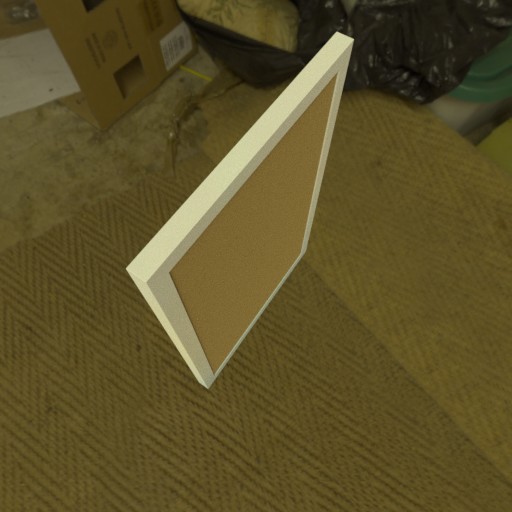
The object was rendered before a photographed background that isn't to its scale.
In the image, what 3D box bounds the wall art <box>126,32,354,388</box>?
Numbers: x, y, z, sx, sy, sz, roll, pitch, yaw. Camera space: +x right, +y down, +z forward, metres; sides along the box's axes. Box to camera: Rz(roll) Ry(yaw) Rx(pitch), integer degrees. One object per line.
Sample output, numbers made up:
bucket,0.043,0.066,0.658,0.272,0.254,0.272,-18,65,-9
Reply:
wall art,0.000,0.000,1.158,0.039,0.915,0.612,32,68,14
